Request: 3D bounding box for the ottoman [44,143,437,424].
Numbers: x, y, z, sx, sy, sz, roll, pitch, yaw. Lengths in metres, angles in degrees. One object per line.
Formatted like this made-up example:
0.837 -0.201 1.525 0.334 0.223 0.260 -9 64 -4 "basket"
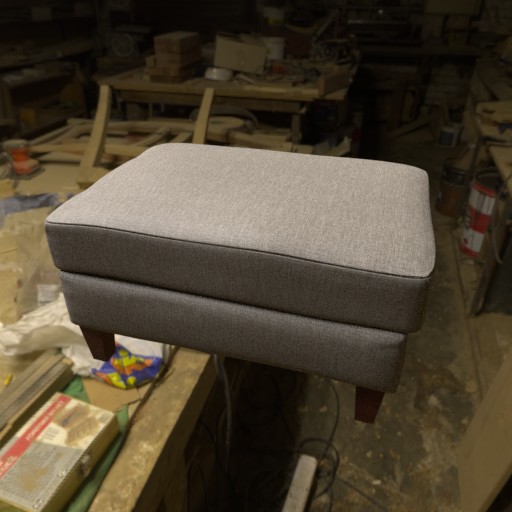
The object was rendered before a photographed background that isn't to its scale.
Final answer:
0.000 0.000 1.246 0.873 0.494 0.639 9 33 14 "ottoman"
